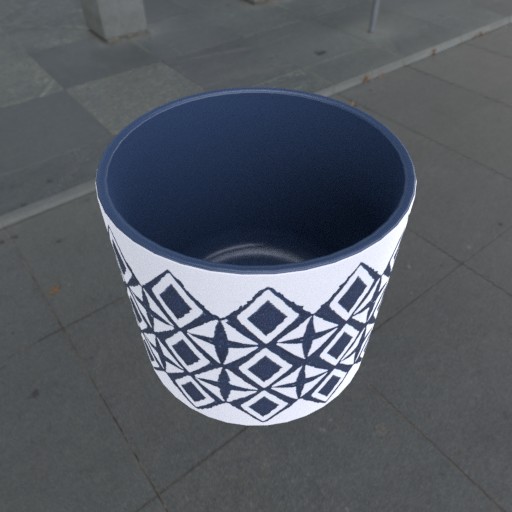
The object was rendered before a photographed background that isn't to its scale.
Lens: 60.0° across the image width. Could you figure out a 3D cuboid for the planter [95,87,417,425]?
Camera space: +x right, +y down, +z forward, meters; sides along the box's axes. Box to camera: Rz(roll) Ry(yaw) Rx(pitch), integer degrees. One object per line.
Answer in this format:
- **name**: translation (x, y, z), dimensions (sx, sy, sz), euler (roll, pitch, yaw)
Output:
- **planter**: translation (0.000, 0.000, 0.388), dimensions (0.224, 0.203, 0.224), euler (0, 46, 0)
